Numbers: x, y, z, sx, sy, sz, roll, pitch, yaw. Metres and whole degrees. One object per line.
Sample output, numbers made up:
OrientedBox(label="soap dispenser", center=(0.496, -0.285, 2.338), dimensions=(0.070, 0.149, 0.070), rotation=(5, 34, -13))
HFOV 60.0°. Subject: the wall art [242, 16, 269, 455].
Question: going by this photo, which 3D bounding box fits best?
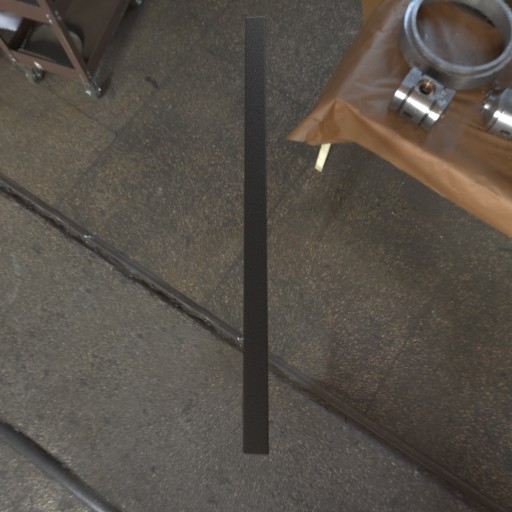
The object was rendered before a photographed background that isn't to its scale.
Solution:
OrientedBox(label="wall art", center=(0.000, 0.000, 0.754), dimensions=(0.031, 0.457, 0.558), rotation=(0, 74, 0))
